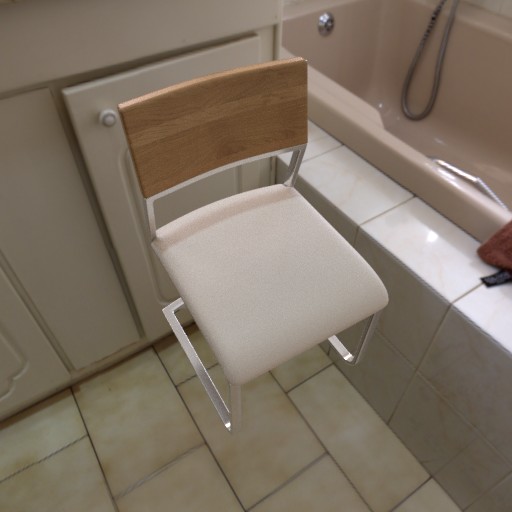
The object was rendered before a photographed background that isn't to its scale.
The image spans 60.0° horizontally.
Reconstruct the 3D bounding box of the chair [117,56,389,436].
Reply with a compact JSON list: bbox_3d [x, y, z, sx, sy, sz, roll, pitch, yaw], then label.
[{"bbox_3d":[0.000,0.000,1.199,0.467,0.844,0.585,-23,51,-20],"label":"chair"}]
